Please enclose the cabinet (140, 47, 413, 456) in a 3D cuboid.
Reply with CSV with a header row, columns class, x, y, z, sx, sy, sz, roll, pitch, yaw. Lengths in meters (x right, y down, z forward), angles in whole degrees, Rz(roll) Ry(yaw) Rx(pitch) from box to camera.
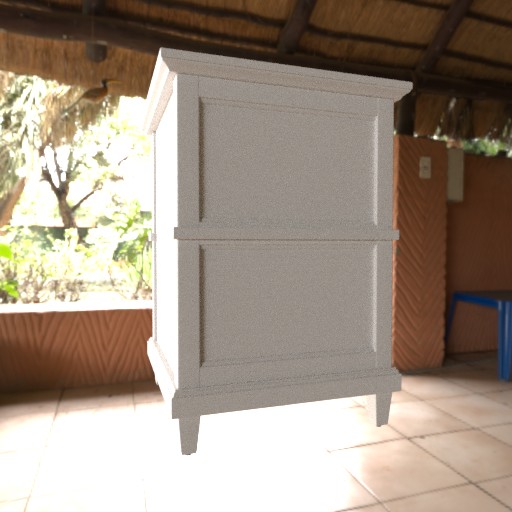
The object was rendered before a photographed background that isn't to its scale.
class,x,y,z,sx,sy,sz,roll,pitch,yaw
cabinet,0.000,0.000,1.156,0.547,0.775,0.544,-1,2,-18
